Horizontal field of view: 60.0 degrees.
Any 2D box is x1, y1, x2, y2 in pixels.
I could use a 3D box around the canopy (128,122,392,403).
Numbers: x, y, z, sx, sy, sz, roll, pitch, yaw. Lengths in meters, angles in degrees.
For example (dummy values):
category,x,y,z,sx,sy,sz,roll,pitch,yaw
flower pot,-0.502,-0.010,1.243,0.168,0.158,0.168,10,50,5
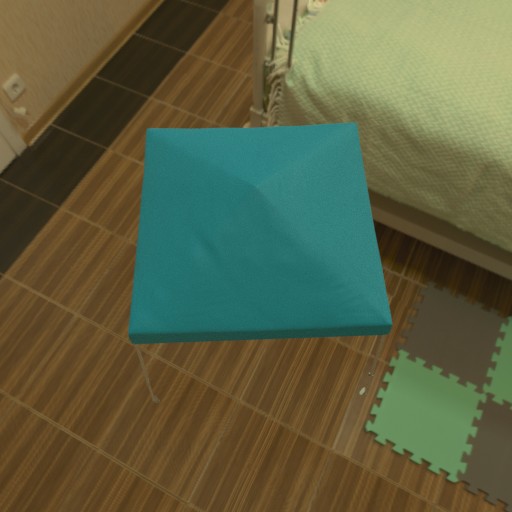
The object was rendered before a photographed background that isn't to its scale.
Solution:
category,x,y,z,sx,sy,sz,roll,pitch,yaw
canopy,0.000,0.000,6.629,3.599,3.600,3.600,-2,64,-1
